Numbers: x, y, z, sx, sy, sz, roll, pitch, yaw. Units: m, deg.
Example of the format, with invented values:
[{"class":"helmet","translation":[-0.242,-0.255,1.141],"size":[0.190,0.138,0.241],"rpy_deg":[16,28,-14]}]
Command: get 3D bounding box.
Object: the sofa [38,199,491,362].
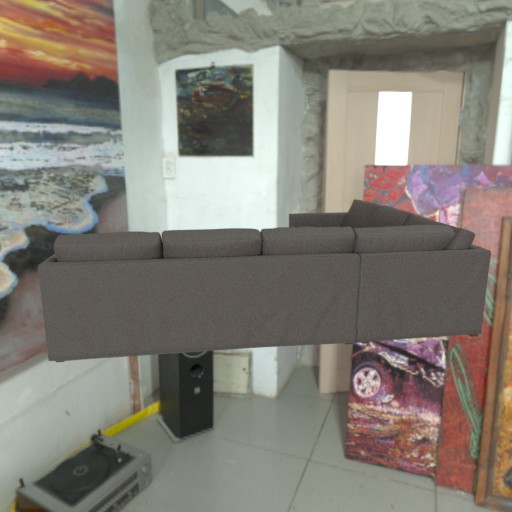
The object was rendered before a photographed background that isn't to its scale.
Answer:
[{"class":"sofa","translation":[0.000,0.000,4.254],"size":[3.182,0.871,2.432],"rpy_deg":[-2,13,-8]}]
